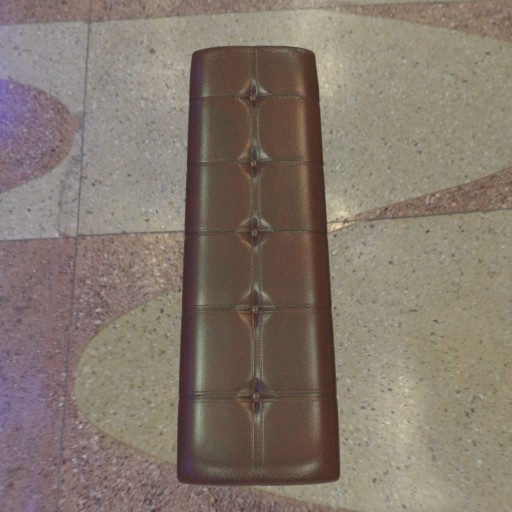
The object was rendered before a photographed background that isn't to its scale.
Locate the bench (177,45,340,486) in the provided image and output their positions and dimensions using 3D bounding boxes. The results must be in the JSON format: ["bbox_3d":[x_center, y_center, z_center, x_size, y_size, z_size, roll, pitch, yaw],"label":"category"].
[{"bbox_3d":[0.000,0.000,1.423,0.401,0.491,1.259,-1,74,0],"label":"bench"}]
